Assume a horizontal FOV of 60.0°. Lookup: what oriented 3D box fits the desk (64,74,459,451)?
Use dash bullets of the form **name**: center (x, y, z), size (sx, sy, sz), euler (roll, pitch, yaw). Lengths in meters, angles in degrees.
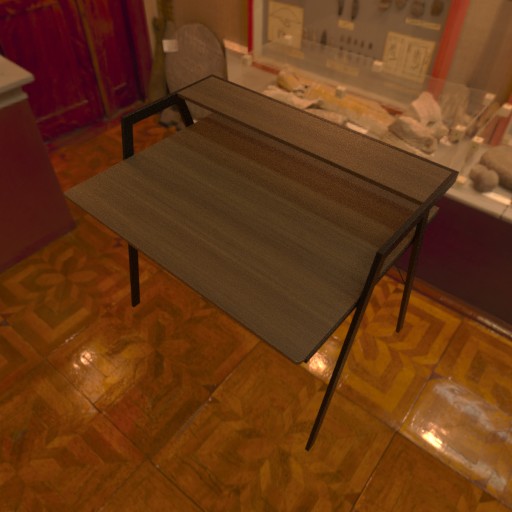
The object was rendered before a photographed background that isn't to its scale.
- **desk**: center (0.000, 0.000, 1.887), size (1.143, 0.998, 0.936), euler (32, 54, 27)
